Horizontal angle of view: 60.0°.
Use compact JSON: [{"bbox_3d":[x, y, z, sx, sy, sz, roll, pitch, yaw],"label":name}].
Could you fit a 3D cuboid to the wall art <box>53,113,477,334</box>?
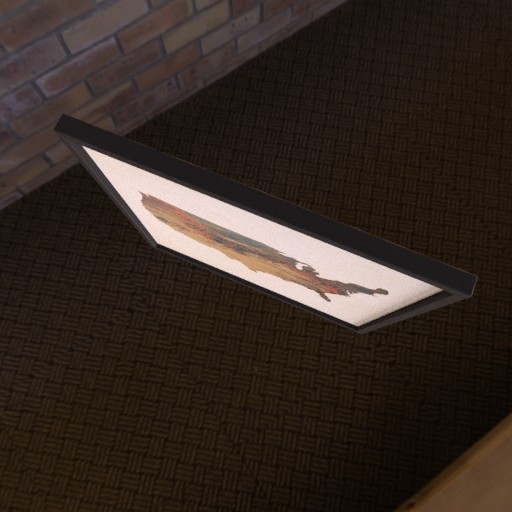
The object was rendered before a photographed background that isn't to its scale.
[{"bbox_3d":[0.000,0.000,0.445,0.304,0.303,0.015,22,77,6],"label":"wall art"}]
